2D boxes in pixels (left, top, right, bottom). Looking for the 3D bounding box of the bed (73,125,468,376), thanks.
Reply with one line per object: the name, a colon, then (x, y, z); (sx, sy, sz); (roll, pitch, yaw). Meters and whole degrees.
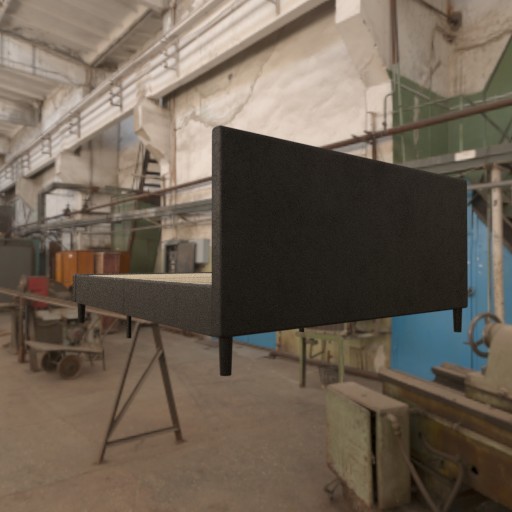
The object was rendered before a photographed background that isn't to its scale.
bed: (0.000, 0.000, 3.278); (2.018, 1.046, 2.152); (1, -1, -37)
